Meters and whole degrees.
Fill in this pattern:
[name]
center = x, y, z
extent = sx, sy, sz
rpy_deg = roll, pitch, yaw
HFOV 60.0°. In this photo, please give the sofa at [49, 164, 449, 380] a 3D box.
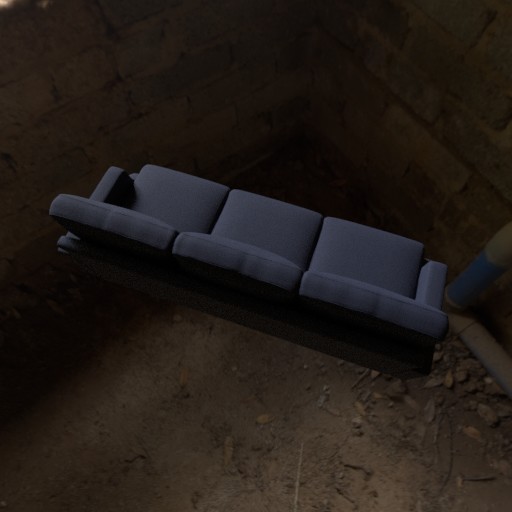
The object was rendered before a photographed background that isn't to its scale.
[sofa]
center = 0.000, 0.000, 2.637
extent = 2.115, 0.984, 0.888
rpy_deg = 17, 64, 9
